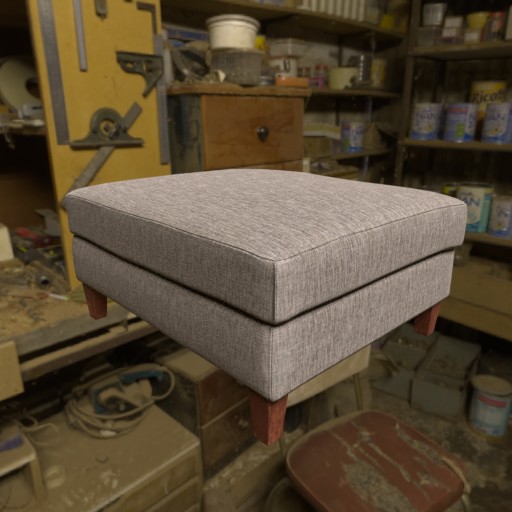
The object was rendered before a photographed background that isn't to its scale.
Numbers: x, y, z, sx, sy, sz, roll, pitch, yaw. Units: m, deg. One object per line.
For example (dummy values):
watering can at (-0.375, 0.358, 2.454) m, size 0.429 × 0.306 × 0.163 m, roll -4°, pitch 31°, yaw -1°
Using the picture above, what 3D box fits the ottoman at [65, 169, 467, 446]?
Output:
ottoman at (0.000, 0.000, 1.436) m, size 0.839 × 0.492 × 0.994 m, roll -16°, pitch 24°, yaw -41°
